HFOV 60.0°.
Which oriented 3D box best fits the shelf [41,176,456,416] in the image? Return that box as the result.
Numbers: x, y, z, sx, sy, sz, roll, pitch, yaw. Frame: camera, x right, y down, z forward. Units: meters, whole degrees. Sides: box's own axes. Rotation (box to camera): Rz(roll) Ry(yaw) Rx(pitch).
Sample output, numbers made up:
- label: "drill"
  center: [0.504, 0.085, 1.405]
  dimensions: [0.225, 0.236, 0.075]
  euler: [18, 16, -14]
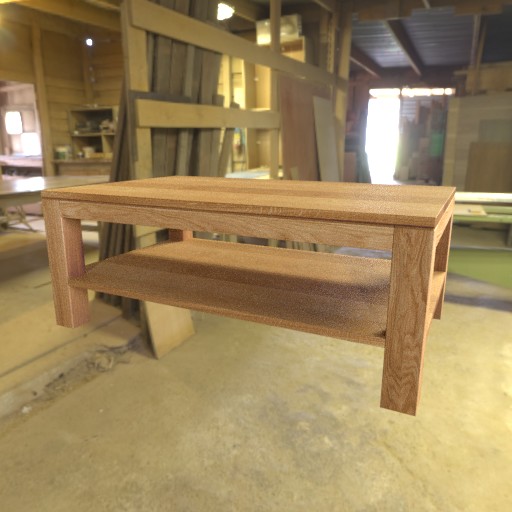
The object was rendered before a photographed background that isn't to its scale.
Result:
- label: "shelf"
  center: [0.000, 0.000, 1.488]
  dimensions: [1.150, 0.450, 0.700]
  euler: [7, 16, 26]
